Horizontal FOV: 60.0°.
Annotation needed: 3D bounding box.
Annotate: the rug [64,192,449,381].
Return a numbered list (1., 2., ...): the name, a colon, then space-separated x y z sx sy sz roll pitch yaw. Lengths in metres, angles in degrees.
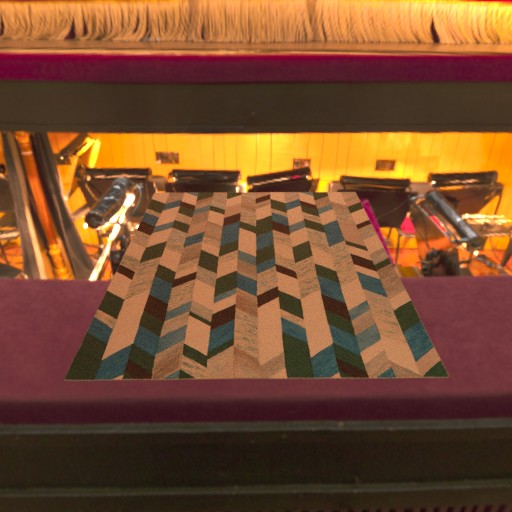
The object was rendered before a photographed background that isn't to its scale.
1. rug: 0.000 0.000 4.072 2.440 0.008 3.036 0 31 0
